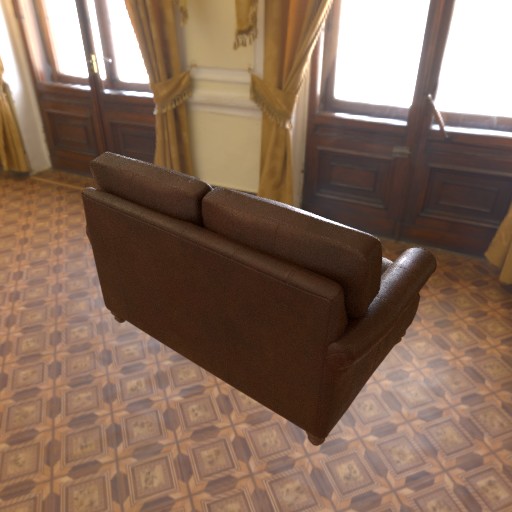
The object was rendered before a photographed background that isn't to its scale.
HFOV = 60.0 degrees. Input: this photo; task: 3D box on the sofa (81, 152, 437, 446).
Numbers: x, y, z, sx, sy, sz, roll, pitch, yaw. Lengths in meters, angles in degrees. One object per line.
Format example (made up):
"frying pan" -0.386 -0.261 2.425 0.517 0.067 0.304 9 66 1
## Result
"sofa" 0.000 0.000 2.285 1.616 0.976 0.990 22 37 32
